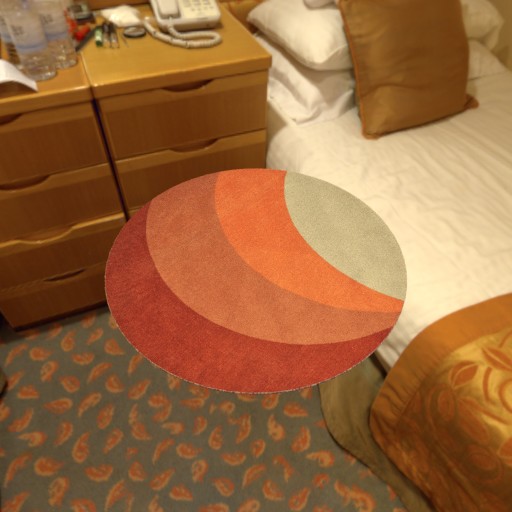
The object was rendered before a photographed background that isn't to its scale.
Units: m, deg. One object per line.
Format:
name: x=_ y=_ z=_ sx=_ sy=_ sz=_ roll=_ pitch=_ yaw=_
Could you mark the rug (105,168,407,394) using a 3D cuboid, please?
rug: x=0.000 y=0.000 z=2.281 sx=1.514 sy=0.015 sz=1.514 roll=0 pitch=46 yaw=0
